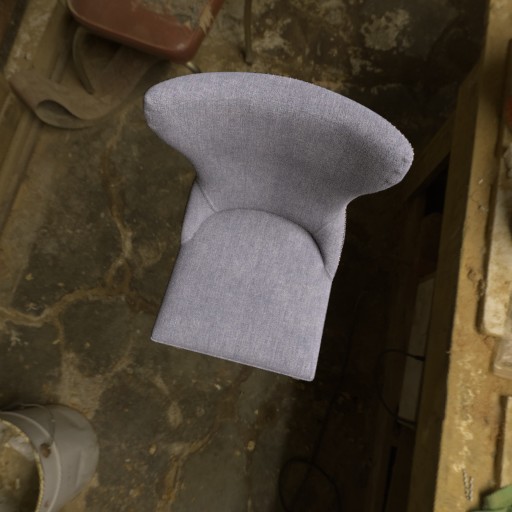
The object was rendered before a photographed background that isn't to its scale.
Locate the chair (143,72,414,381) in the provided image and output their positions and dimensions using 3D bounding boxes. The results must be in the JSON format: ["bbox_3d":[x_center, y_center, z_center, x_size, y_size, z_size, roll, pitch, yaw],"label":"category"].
[{"bbox_3d":[0.000,0.000,1.436,0.654,1.002,0.681,14,75,4],"label":"chair"}]
